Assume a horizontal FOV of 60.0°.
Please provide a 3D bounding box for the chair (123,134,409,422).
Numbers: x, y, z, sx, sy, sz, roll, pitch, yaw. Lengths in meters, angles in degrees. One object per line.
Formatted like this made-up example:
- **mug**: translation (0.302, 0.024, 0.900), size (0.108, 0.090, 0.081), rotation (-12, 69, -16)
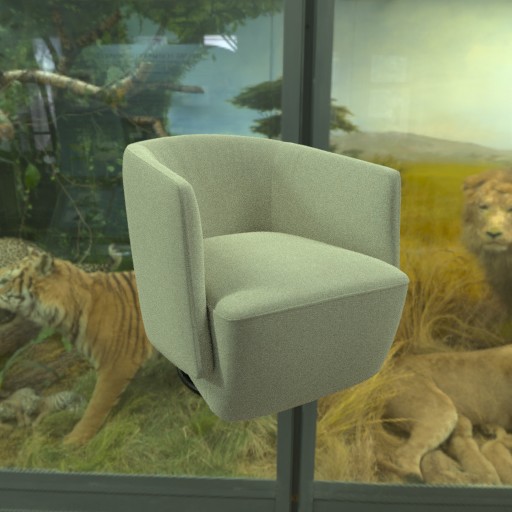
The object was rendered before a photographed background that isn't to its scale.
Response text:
- **chair**: translation (0.000, 0.000, 1.646), size (0.822, 0.861, 0.986), rotation (-9, 18, -27)
